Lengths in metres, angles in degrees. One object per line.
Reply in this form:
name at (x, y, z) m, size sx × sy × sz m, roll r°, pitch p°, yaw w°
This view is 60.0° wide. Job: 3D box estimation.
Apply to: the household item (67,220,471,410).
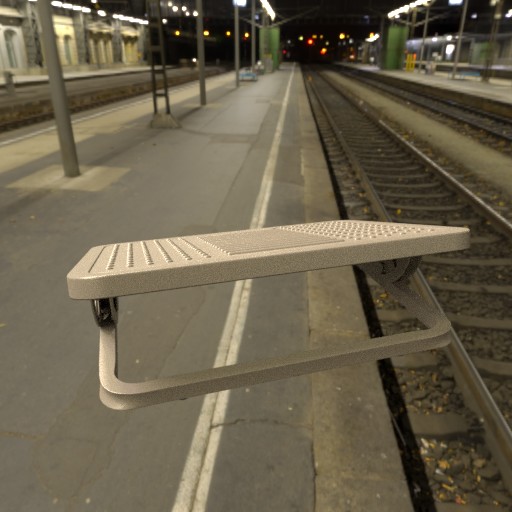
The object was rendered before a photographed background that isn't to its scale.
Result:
household item at (0.000, 0.000, 0.531) m, size 0.390 × 0.126 × 0.301 m, roll -7°, pitch 25°, yaw -15°
